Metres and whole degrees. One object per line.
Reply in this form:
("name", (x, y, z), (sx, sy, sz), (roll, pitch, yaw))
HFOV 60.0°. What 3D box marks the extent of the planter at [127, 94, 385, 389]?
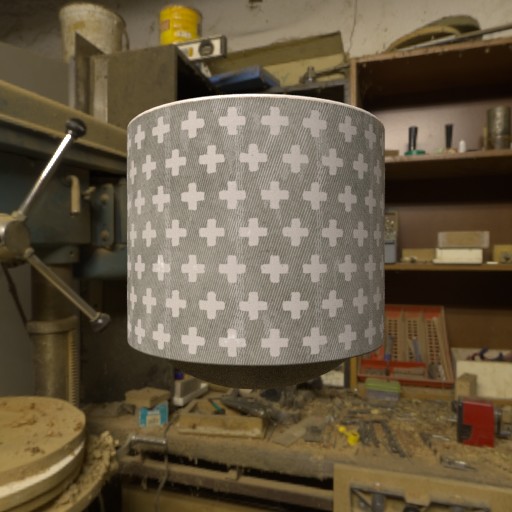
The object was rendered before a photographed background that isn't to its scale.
("planter", (0.000, 0.000, 0.341), (0.190, 0.181, 0.190), (0, 0, 0))
